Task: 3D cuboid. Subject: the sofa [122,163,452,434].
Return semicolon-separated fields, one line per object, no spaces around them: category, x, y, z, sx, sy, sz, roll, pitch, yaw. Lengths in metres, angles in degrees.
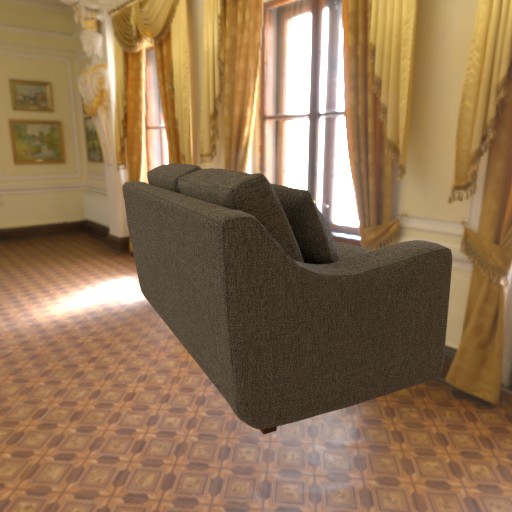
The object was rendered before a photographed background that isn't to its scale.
sofa;0.000;0.000;2.457;1.120;0.991;1.778;-7;15;-25
